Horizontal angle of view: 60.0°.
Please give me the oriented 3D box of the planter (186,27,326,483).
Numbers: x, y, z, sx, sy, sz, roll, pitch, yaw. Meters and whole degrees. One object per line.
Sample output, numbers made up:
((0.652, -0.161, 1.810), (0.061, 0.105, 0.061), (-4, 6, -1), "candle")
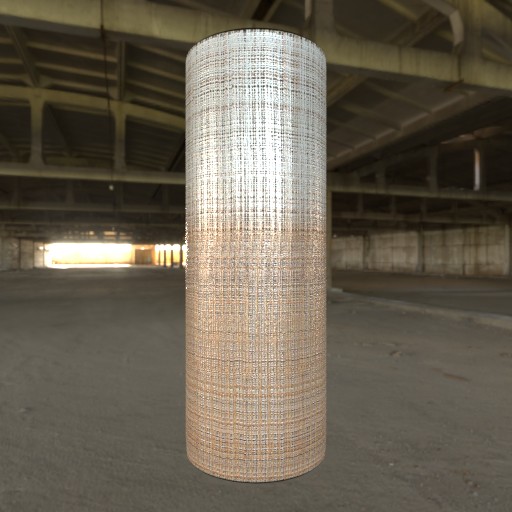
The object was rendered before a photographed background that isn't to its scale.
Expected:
((0.000, 0.000, 0.316), (0.099, 0.278, 0.099), (0, 0, -18), "planter")
